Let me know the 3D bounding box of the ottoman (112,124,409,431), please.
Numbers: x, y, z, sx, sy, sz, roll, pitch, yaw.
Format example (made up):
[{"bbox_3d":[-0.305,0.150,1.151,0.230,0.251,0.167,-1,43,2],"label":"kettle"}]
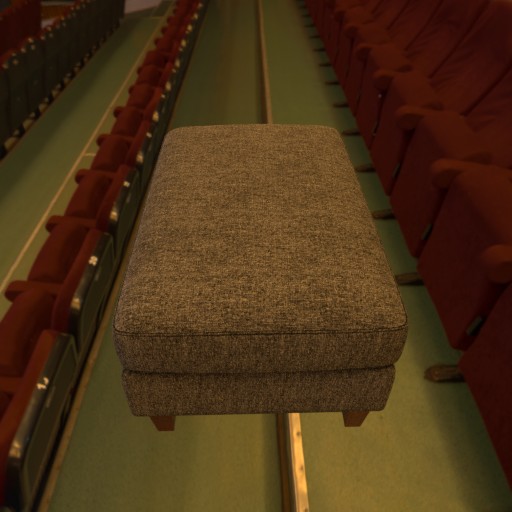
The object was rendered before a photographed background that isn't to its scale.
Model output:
[{"bbox_3d":[0.000,0.000,1.245,0.584,0.483,0.864,-1,41,-1],"label":"ottoman"}]
